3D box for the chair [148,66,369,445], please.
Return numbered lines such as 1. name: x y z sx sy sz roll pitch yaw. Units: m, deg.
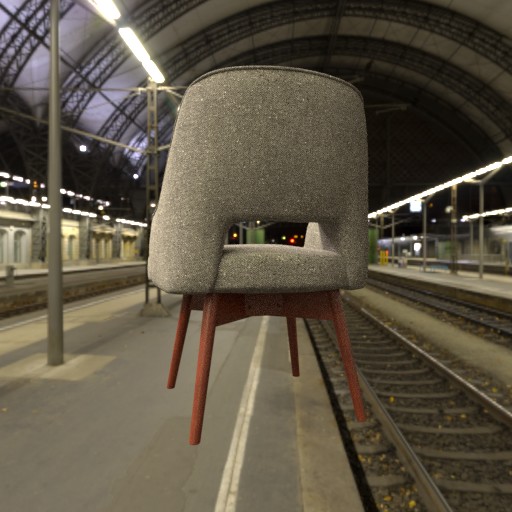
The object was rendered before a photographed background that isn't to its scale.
1. chair: 0.000 0.000 1.319 0.608 0.875 0.629 0 1 -18
